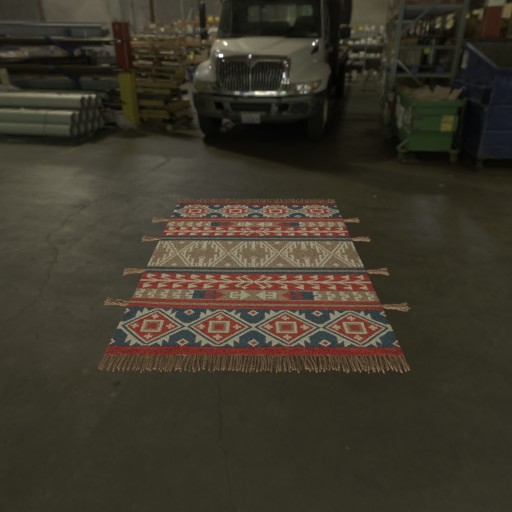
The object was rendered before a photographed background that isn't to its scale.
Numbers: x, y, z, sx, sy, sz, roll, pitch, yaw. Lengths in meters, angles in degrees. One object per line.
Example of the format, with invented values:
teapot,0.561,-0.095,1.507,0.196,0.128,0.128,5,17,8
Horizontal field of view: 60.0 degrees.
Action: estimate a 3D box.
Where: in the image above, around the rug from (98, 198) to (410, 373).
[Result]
rug,0.000,0.000,3.169,1.778,0.048,2.450,0,27,0
